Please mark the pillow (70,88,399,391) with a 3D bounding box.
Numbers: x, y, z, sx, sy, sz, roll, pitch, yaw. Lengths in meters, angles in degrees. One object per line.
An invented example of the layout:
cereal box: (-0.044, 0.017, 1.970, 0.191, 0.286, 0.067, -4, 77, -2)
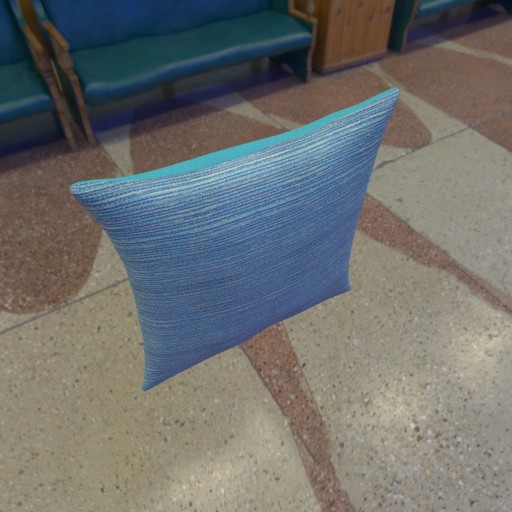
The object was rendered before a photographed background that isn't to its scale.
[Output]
pillow: (0.000, 0.000, 0.778, 0.514, 0.497, 0.150, -23, 51, -20)
